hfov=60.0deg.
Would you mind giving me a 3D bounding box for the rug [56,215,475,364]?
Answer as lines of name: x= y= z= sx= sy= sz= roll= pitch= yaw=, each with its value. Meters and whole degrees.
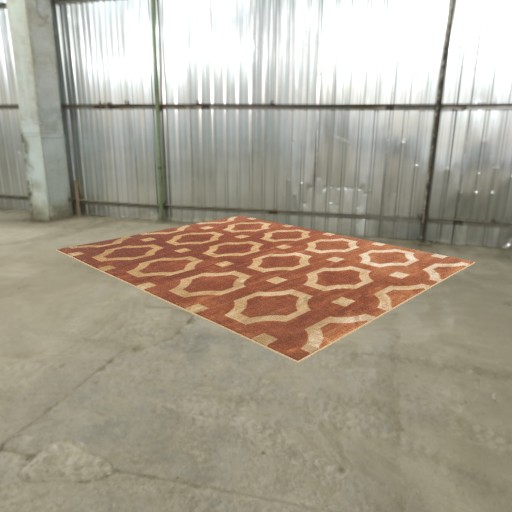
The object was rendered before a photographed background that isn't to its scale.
rug: x=0.000 y=0.000 z=4.133 sx=3.049 sy=0.021 sz=2.466 roll=15 pitch=22 yaw=43
